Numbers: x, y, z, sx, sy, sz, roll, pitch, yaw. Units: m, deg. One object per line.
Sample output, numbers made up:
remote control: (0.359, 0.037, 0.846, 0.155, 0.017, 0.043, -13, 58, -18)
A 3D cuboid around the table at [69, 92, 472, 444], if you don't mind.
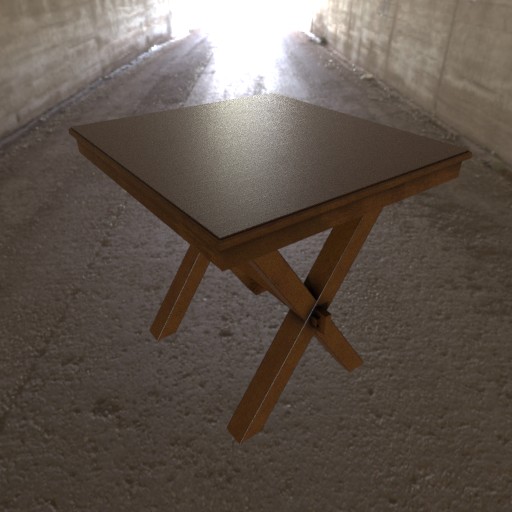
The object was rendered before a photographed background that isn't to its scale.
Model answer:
table: (0.000, 0.000, 1.038, 0.560, 0.562, 0.602, -22, 38, -30)
